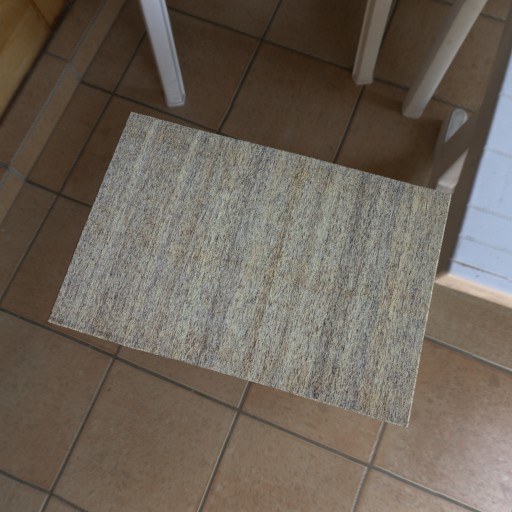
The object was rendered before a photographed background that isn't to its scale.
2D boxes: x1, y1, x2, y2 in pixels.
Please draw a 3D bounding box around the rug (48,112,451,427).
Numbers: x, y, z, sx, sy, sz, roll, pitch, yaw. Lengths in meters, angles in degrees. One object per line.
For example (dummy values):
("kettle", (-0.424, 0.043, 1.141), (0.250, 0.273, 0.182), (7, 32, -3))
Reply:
("rug", (0.000, 0.000, 2.315), (1.846, 0.014, 1.243), (15, 76, 4))
